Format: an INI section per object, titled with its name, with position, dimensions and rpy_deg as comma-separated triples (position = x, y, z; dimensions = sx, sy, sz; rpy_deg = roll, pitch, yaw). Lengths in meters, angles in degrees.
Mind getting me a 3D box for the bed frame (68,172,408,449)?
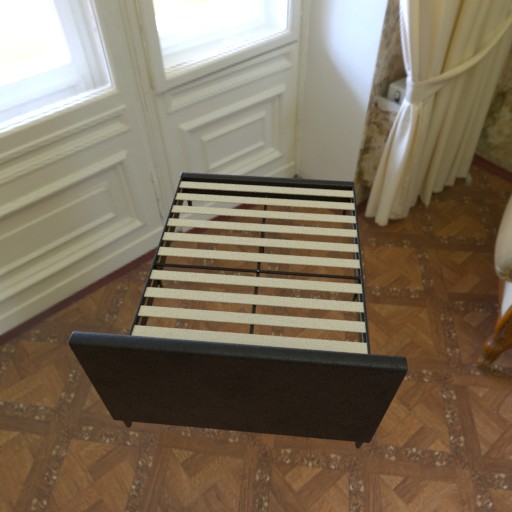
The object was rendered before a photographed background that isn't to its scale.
[bed frame]
position = 0.000, 0.000, 3.292
dimensions = 1.634, 1.127, 2.318
rpy_deg = 4, 48, 3
